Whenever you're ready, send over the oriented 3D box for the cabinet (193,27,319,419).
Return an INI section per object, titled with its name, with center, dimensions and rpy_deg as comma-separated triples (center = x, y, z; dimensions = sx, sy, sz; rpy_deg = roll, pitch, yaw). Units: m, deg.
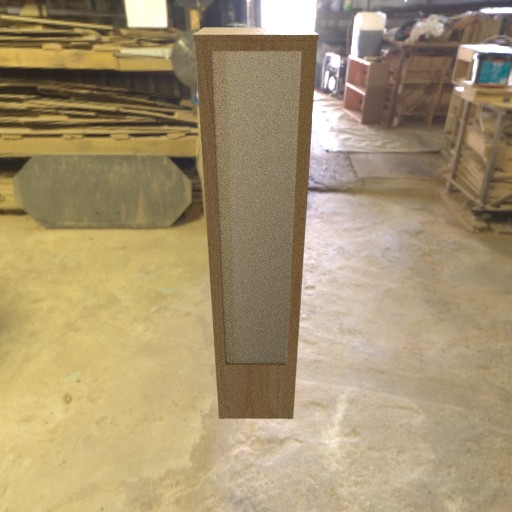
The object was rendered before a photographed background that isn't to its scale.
[cabinet]
center = 0.000, 0.000, 2.069
dimensions = 0.411, 1.879, 0.338
rpy_deg = 0, 31, 0
